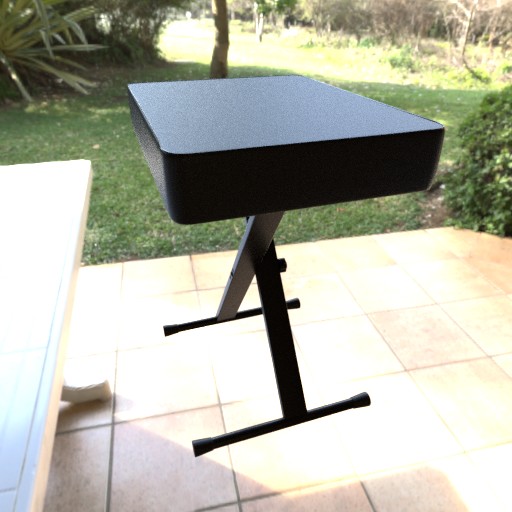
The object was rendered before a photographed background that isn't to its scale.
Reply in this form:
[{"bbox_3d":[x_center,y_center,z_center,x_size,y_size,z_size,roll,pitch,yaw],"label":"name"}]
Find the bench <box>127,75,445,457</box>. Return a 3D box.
[{"bbox_3d":[0.000,0.000,0.743,0.321,0.500,0.424,-10,32,-16],"label":"bench"}]
